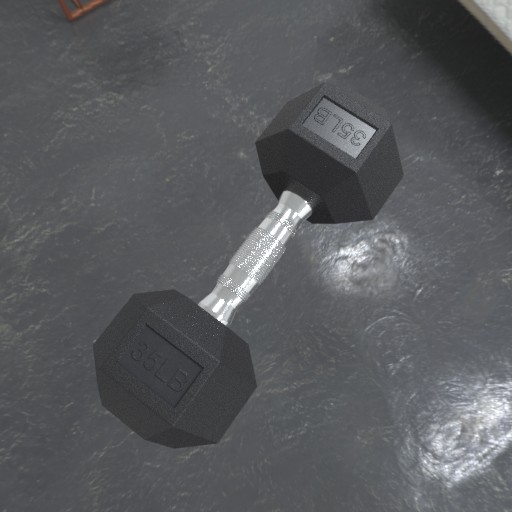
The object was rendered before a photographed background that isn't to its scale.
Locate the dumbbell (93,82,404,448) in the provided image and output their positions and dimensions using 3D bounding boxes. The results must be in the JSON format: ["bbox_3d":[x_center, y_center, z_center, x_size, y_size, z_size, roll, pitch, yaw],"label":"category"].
[{"bbox_3d":[0.000,0.000,0.419,0.141,0.123,0.356,35,78,8],"label":"dumbbell"}]
